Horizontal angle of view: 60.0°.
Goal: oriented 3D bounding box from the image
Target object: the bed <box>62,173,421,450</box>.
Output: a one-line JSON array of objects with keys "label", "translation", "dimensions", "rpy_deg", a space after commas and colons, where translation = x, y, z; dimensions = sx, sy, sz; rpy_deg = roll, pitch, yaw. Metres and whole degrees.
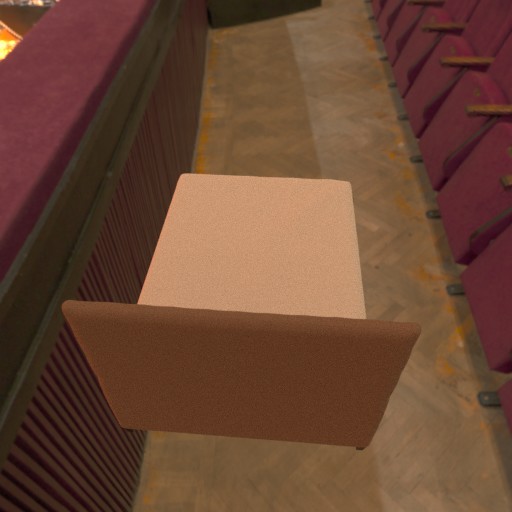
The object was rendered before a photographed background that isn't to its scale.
[{"label": "bed", "translation": [0.000, 0.000, 3.300], "dimensions": [1.696, 1.426, 2.233], "rpy_deg": [3, 46, 3]}]
